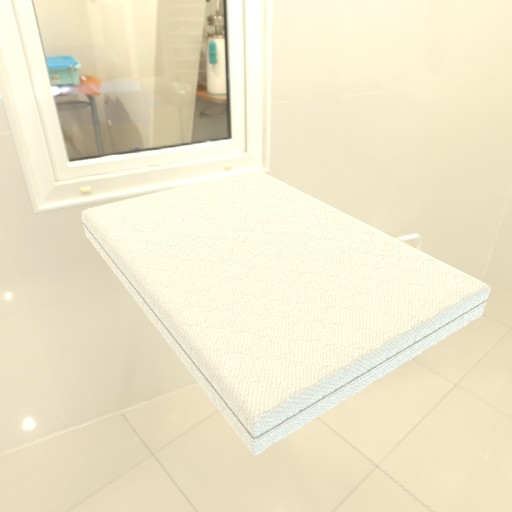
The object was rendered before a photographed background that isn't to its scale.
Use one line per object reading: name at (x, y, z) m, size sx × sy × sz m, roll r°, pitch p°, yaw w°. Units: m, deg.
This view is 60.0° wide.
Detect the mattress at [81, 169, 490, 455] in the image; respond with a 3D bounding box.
mattress at (0.000, 0.000, 2.544) m, size 1.400 × 0.200 × 2.000 m, roll -19°, pitch 36°, yaw -29°
